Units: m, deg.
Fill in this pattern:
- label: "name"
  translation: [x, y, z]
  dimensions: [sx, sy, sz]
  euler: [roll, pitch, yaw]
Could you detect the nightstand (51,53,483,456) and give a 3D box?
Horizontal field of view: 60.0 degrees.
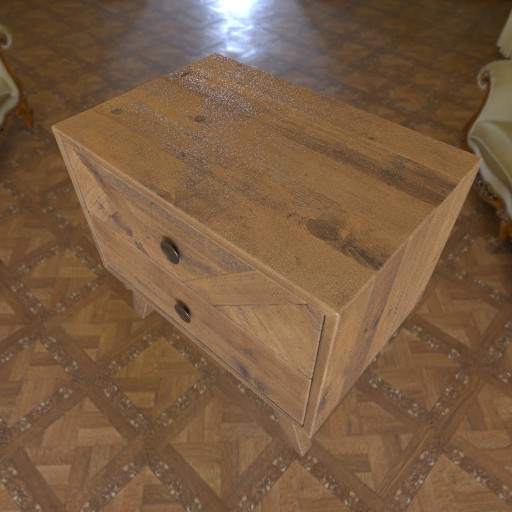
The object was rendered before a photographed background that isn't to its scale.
- label: "nightstand"
  translation: [0.000, 0.000, 1.014]
  dimensions: [0.650, 0.599, 0.450]
  euler: [33, 55, 27]
